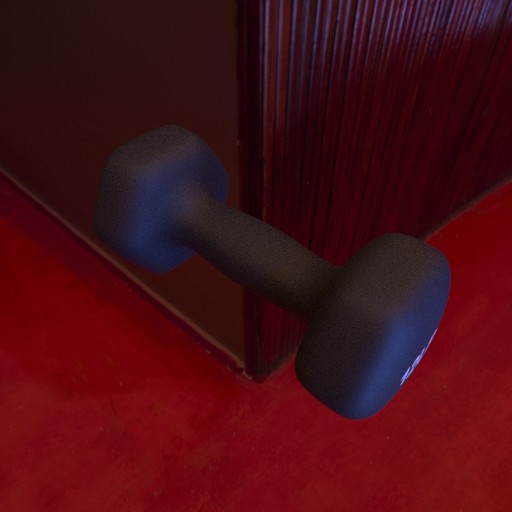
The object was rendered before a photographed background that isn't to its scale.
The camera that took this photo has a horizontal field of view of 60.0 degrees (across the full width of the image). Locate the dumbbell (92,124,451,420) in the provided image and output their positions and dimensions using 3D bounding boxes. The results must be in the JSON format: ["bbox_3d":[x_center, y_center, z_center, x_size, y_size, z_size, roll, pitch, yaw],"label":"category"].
[{"bbox_3d":[0.000,0.000,0.289,0.231,0.101,0.112,32,53,27],"label":"dumbbell"}]
